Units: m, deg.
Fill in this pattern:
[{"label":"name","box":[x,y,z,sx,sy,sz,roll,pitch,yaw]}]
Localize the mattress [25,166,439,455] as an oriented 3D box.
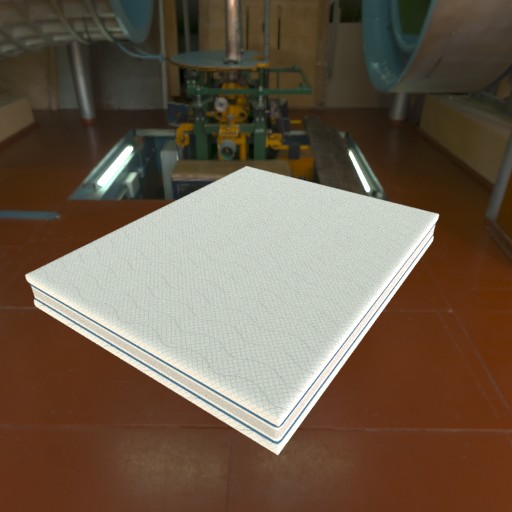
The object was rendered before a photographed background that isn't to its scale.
[{"label":"mattress","box":[0.000,0.000,2.712,1.600,0.230,2.000,20,37,29]}]
